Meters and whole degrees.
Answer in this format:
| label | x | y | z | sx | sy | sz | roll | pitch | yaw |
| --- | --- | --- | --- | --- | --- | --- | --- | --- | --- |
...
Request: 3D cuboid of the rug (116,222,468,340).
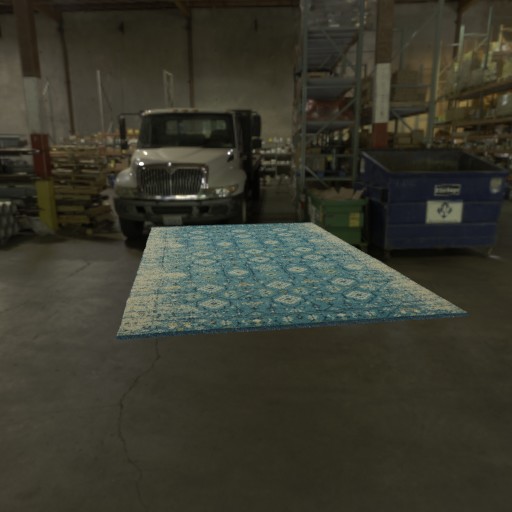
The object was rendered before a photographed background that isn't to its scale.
| label | x | y | z | sx | sy | sz | roll | pitch | yaw |
| --- | --- | --- | --- | --- | --- | --- | --- | --- | --- |
| rug | 0.000 | 0.000 | 3.015 | 1.530 | 0.015 | 2.449 | -2 | 14 | -9 |
